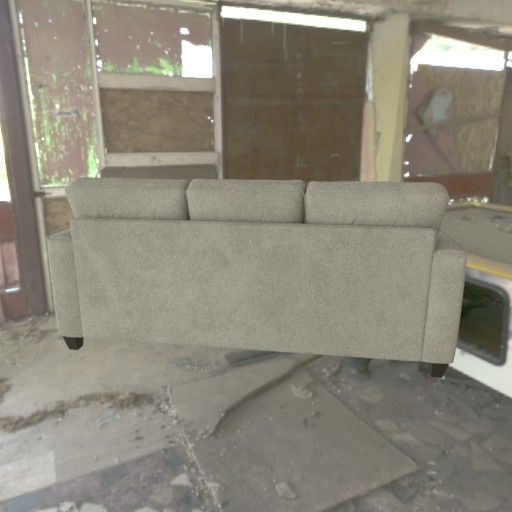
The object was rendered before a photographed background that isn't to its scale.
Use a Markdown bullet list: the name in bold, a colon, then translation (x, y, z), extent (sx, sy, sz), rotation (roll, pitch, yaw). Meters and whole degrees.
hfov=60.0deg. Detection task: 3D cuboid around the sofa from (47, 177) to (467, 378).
- **sofa**: translation (0.000, 0.000, 2.659), extent (2.133, 0.965, 0.939), rotation (2, 15, 8)
